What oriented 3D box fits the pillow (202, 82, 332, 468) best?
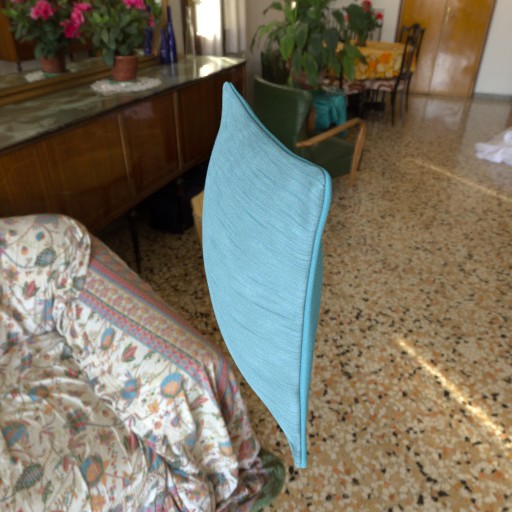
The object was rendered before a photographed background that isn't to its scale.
[{"bbox_3d":[0.000,0.000,0.653,0.151,0.415,0.433,-8,33,-12],"label":"pillow"}]
